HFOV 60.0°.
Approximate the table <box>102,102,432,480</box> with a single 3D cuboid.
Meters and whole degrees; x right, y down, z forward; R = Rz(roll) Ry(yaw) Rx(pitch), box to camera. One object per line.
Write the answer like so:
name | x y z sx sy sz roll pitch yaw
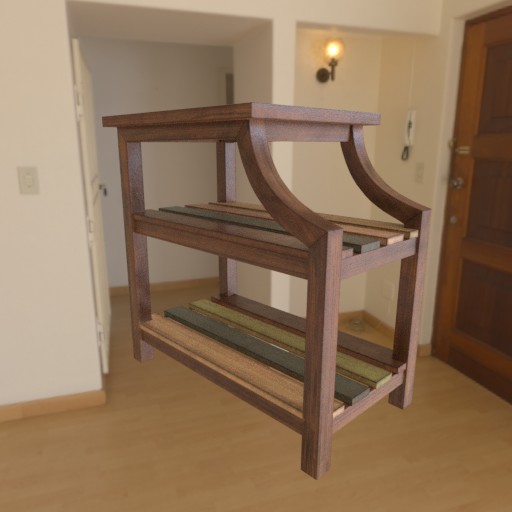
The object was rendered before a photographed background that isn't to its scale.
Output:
table | 0.000 0.000 0.954 0.356 0.584 0.609 -13 19 -42
